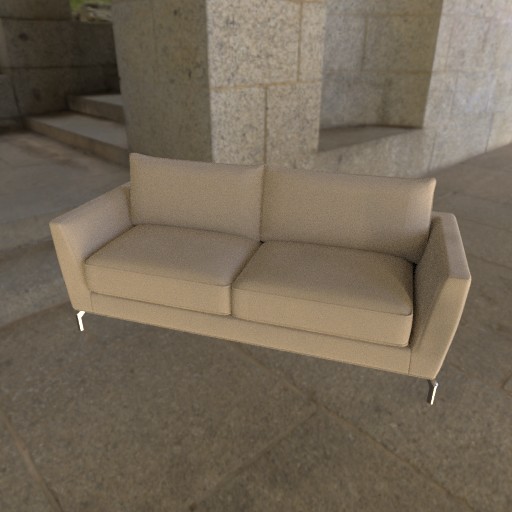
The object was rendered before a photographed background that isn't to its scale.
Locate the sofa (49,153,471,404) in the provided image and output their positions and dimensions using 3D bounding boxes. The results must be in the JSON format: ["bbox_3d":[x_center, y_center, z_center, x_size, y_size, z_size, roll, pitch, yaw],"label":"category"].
[{"bbox_3d":[0.000,0.000,2.660,2.214,1.005,0.868,8,27,16],"label":"sofa"}]
